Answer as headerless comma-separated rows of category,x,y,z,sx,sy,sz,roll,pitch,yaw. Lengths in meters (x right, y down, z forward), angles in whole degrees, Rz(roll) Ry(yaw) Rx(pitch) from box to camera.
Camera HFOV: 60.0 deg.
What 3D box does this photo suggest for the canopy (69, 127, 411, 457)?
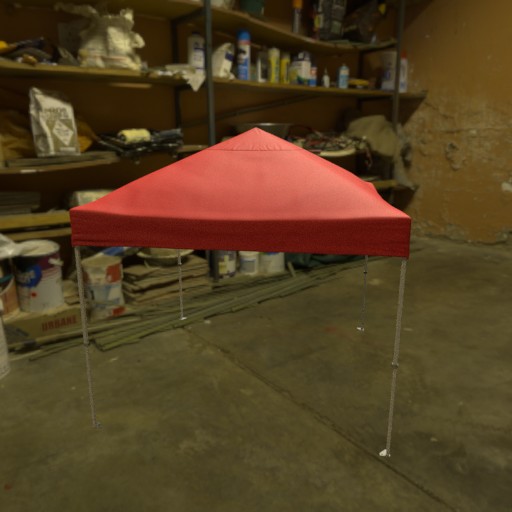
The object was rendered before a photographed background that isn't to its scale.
canopy,0.000,0.000,5.382,2.998,2.997,2.996,2,15,8
